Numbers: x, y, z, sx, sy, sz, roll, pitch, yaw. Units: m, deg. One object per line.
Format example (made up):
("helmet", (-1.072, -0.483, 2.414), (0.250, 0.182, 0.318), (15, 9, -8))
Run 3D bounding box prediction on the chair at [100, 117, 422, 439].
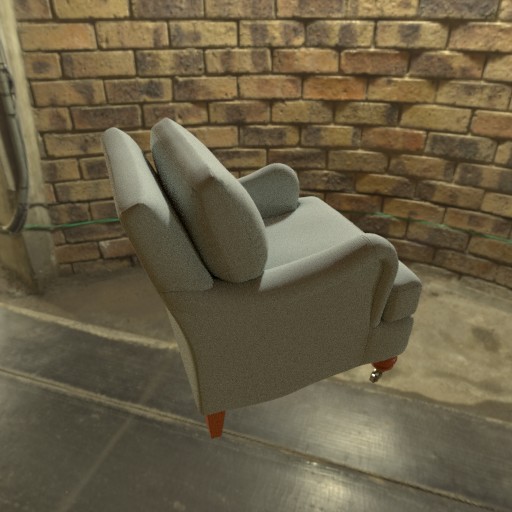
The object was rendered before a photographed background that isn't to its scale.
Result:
("chair", (0.000, 0.000, 1.874), (1.070, 1.038, 0.955), (-10, 31, -17))
